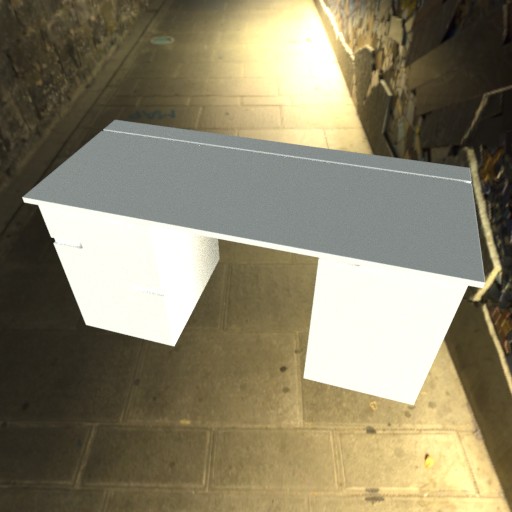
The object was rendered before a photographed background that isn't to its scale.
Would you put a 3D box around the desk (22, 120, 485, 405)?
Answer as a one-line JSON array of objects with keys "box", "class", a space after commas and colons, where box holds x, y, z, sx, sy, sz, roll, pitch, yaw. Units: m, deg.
[{"box": [0.000, 0.000, 1.944, 1.580, 0.760, 0.670, 11, 43, 12], "class": "desk"}]
